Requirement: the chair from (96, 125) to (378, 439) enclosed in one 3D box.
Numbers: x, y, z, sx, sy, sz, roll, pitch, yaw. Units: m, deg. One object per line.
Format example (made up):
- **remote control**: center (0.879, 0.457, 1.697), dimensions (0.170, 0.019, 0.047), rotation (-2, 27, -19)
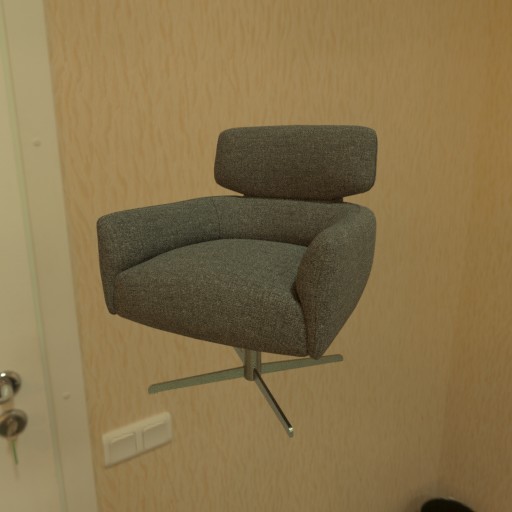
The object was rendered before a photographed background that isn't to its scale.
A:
- **chair**: center (0.000, 0.000, 1.391), dimensions (0.706, 0.812, 0.715), rotation (7, 16, 26)
